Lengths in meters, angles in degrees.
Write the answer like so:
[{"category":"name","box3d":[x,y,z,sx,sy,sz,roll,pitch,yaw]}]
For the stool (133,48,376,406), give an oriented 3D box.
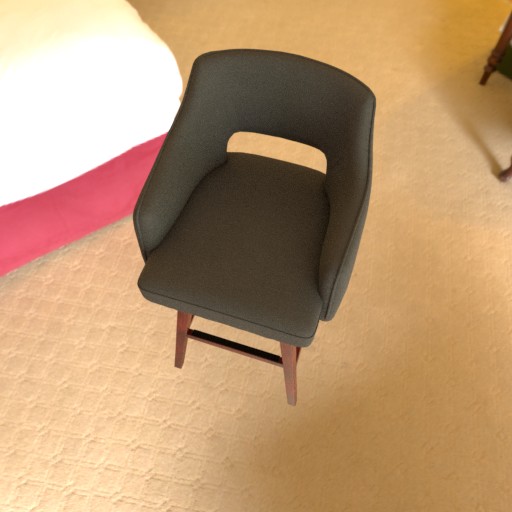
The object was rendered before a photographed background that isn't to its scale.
[{"category":"stool","box3d":[0.000,0.000,1.342,0.548,1.012,0.558,16,60,9]}]
